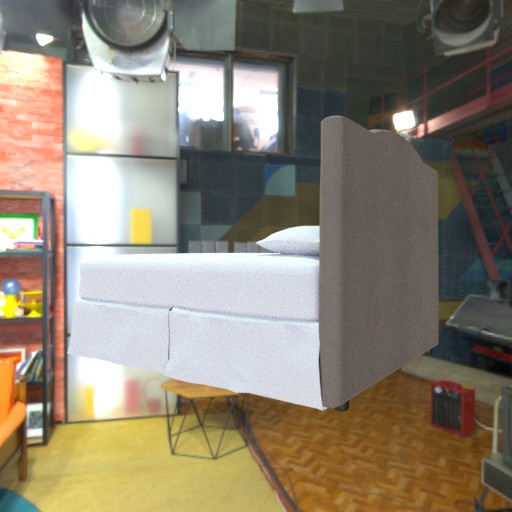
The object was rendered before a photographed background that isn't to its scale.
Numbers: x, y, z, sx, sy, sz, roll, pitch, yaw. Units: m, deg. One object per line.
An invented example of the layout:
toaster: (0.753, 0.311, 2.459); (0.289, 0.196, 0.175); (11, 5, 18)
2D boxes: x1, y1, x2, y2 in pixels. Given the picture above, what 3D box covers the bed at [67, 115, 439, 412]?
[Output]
bed: (0.000, 0.000, 3.239); (2.128, 1.441, 1.744); (0, 0, 36)
